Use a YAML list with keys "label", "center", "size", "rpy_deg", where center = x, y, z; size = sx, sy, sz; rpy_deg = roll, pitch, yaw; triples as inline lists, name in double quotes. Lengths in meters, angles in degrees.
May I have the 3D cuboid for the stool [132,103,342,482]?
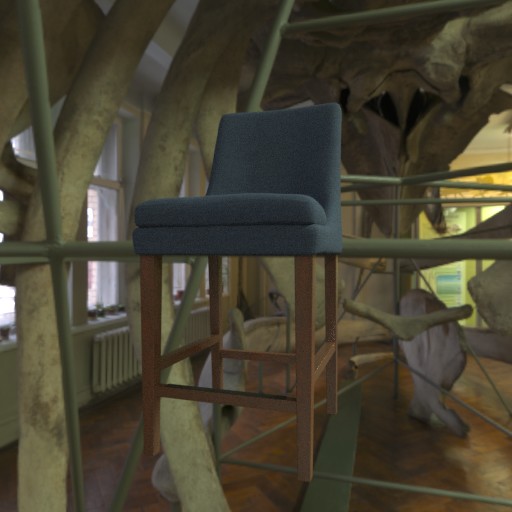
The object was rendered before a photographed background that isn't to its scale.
- label: "stool"
  center: [0.000, 0.000, 1.268]
  size: [0.470, 0.981, 0.577]
  rpy_deg: [0, 1, 18]
